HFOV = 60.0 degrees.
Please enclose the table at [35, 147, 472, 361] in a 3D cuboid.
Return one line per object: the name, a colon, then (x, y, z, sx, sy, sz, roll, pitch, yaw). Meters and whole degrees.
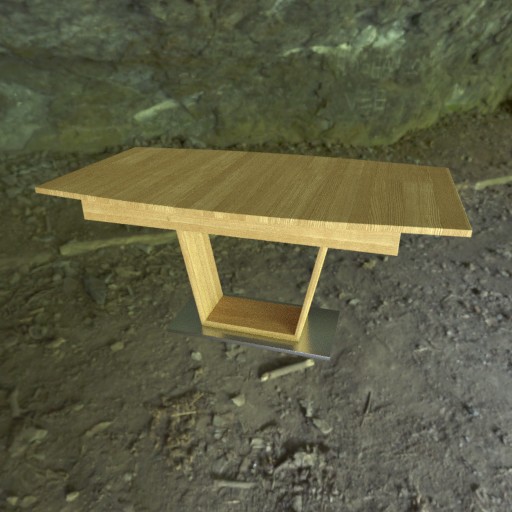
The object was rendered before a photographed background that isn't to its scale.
table: (0.000, 0.000, 2.048, 1.598, 0.748, 0.900, 7, 27, 15)
